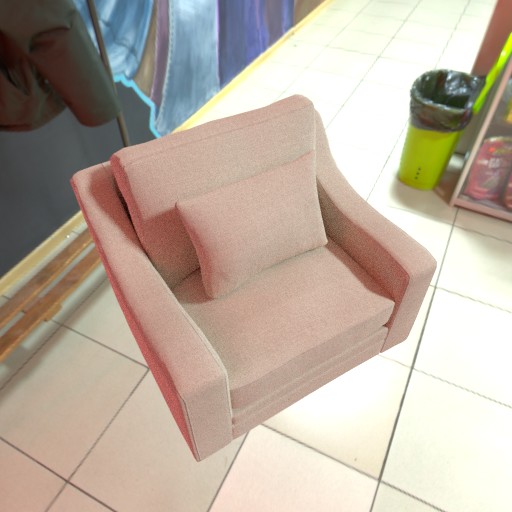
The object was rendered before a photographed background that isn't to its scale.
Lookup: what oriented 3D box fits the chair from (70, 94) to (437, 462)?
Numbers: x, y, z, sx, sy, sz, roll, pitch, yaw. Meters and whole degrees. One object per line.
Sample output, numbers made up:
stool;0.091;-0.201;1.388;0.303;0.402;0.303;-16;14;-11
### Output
chair;0.000;0.000;1.934;1.178;1.016;1.009;-23;51;-20
